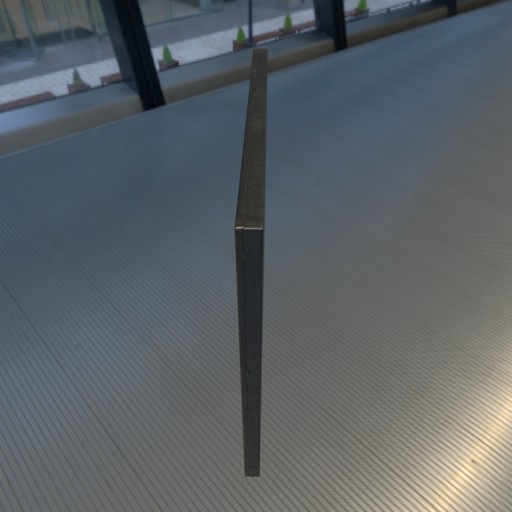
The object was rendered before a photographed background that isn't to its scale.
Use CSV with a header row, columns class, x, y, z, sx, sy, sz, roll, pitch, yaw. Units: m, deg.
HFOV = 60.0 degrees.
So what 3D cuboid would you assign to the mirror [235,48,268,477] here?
class,x,y,z,sx,sy,sz,roll,pitch,yaw
mirror,0.000,0.000,0.556,0.020,0.381,0.382,1,41,1
